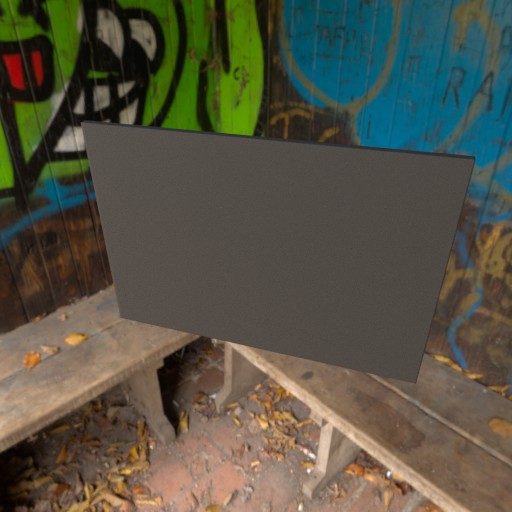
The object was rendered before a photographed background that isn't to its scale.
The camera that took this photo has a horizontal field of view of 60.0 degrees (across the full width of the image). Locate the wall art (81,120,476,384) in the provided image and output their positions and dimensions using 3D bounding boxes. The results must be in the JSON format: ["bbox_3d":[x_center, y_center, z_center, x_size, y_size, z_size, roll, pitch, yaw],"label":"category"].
[{"bbox_3d":[0.000,0.000,1.218,0.958,0.656,0.026,10,33,15],"label":"wall art"}]
